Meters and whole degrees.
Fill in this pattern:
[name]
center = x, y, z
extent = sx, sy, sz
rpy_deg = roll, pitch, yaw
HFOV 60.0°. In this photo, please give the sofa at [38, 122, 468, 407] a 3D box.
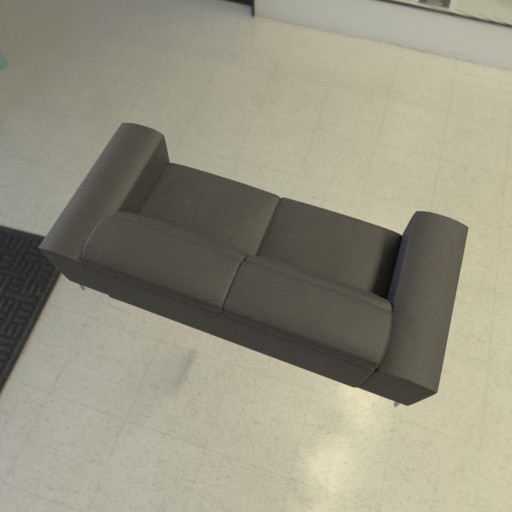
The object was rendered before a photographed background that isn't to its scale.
[sofa]
center = 0.000, 0.000, 2.797
extent = 2.330, 0.814, 1.048
rpy_deg = 19, 65, 9
